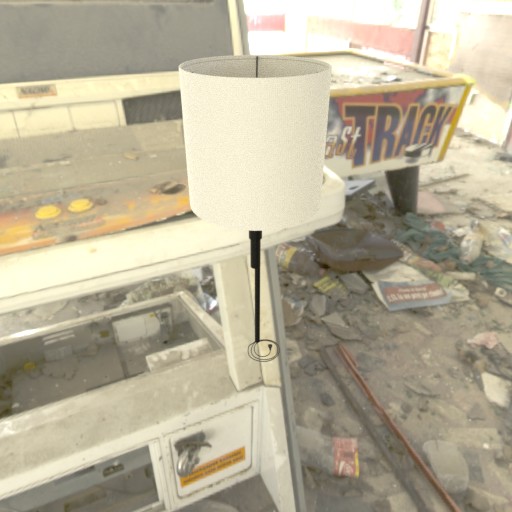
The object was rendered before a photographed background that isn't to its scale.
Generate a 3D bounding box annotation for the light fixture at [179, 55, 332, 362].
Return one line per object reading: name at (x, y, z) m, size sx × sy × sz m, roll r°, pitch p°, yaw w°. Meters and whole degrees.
light fixture at (0.000, 0.000, 0.727) m, size 0.188 × 0.589 × 0.248 m, roll 1°, pitch 31°, yaw 1°
